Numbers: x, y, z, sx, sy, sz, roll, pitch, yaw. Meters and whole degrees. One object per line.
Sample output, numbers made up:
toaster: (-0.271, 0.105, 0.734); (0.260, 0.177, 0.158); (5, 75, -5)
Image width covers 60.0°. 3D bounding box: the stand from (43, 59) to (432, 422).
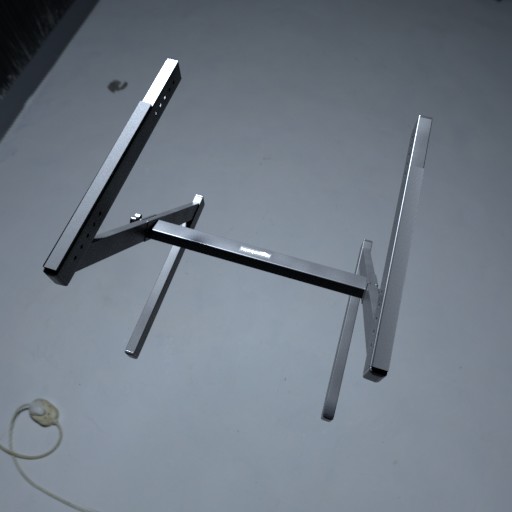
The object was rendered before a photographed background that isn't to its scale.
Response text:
stand: (0.000, 0.000, 1.147); (0.700, 0.617, 0.586); (16, 64, 8)
